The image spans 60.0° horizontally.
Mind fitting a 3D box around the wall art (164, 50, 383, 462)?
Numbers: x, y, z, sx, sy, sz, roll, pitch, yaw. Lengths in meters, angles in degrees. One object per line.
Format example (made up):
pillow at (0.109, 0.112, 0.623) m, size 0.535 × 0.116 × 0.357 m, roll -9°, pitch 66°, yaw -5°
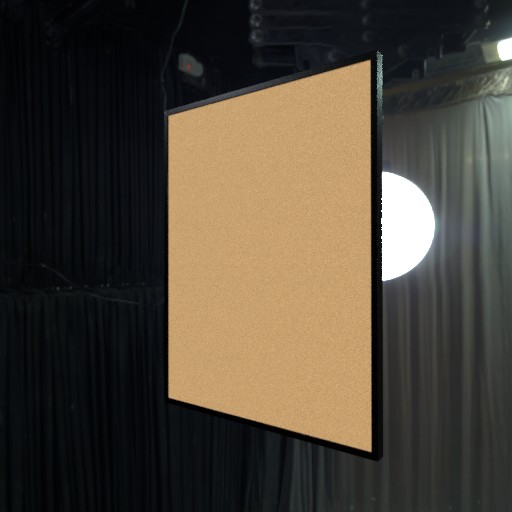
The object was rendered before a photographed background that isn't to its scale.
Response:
wall art at (0.000, 0.000, 1.396) m, size 0.805 × 1.062 × 0.040 m, roll 0°, pitch 0°, yaw 36°
